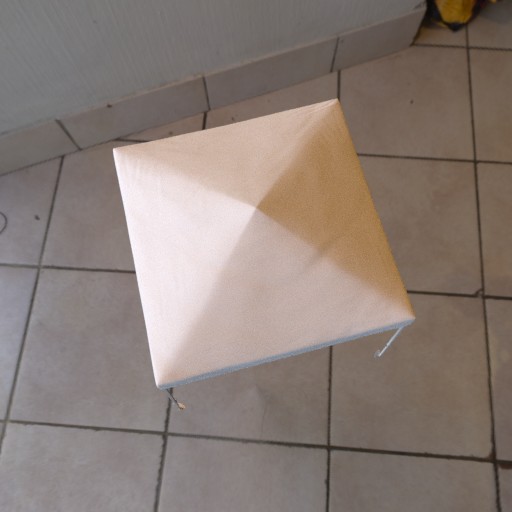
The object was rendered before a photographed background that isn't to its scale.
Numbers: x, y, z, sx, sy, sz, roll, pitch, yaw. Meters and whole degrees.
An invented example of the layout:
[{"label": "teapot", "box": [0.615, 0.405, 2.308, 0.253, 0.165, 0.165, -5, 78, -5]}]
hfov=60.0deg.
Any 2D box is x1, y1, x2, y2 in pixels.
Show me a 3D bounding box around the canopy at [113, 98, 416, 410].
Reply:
[{"label": "canopy", "box": [0.000, 0.000, 5.040, 2.849, 2.849, 2.848, -14, 74, -4]}]
